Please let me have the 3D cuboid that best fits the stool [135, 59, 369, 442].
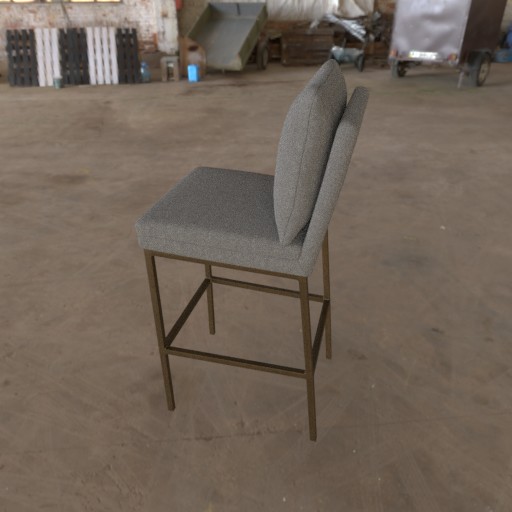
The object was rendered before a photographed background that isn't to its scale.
[{"bbox_3d":[0.000,0.000,1.428,0.569,1.132,0.463,8,32,13],"label":"stool"}]
